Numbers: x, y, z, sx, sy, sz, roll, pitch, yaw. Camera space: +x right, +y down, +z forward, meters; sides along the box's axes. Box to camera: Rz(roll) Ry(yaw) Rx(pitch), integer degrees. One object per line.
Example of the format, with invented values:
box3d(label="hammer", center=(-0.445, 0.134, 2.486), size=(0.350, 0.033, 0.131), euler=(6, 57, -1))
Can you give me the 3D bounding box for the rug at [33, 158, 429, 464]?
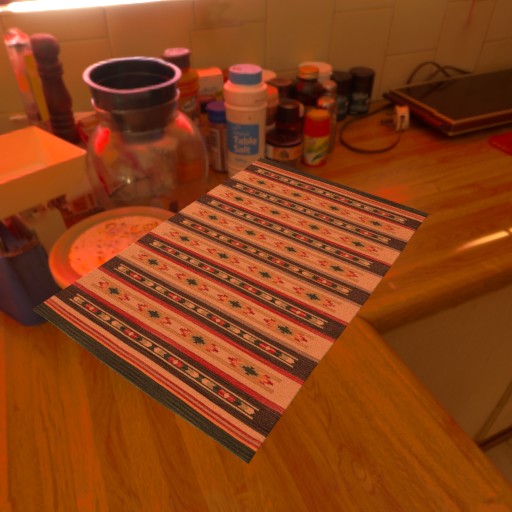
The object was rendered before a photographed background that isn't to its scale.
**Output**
box3d(label="rug", center=(0.000, 0.000, 2.321), size=(1.221, 0.009, 1.825), euler=(24, 46, 26))
